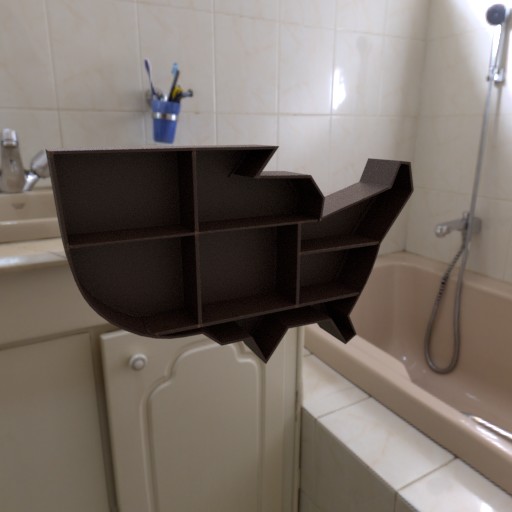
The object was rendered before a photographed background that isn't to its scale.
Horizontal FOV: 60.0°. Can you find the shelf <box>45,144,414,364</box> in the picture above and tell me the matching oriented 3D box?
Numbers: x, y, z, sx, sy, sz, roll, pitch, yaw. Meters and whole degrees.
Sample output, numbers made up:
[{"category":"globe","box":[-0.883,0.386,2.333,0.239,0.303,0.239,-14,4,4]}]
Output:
[{"category":"shelf","box":[0.000,0.000,0.906,0.729,0.439,0.112,-8,18,-26]}]
